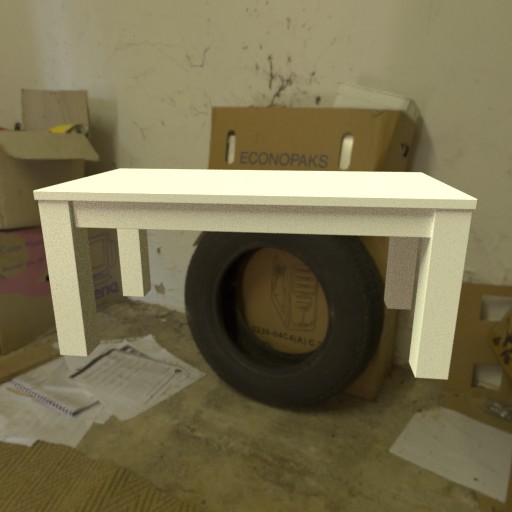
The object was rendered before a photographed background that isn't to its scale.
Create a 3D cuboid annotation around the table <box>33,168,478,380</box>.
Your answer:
[{"bbox_3d":[0.000,0.000,2.324,1.800,0.790,0.900,2,17,7],"label":"table"}]
